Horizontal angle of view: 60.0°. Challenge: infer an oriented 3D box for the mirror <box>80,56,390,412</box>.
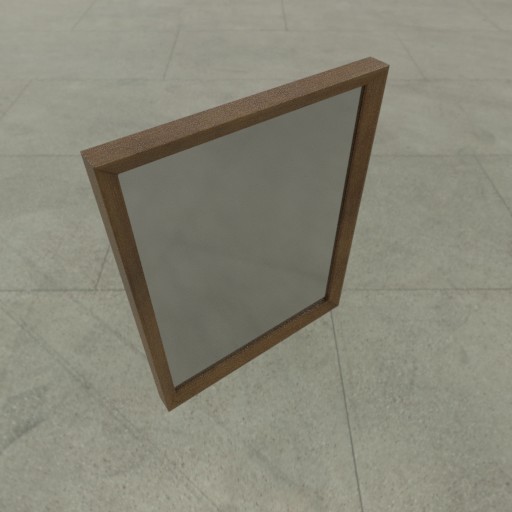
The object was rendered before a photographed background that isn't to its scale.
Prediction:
[{"bbox_3d":[0.000,0.000,0.692,0.406,0.509,0.041,-27,51,-24],"label":"mirror"}]
